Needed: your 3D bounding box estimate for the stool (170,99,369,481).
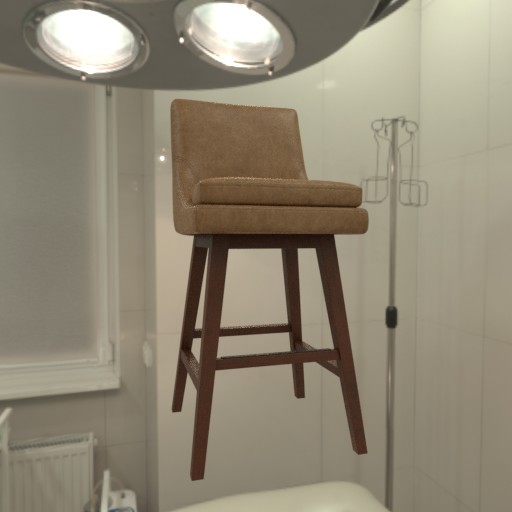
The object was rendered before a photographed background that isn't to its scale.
[{"bbox_3d":[0.000,0.000,1.386,0.487,1.079,0.572,-1,2,-17],"label":"stool"}]
